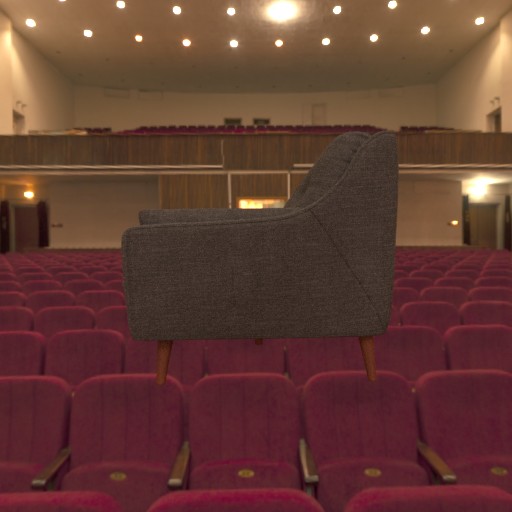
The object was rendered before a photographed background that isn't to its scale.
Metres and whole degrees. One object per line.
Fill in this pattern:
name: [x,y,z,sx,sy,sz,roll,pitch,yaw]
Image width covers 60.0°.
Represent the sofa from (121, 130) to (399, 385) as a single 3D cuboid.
sofa: [0.000,0.000,2.207,0.976,0.887,1.646,0,0,-1]
